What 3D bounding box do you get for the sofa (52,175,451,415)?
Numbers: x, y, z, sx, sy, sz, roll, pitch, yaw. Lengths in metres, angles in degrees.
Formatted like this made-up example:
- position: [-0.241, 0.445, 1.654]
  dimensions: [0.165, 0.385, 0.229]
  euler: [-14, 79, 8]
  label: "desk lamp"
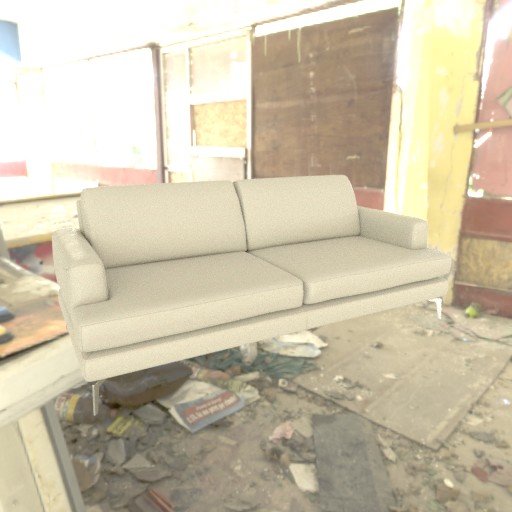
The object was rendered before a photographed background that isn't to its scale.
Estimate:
- position: [0.000, 0.000, 2.373]
  dimensions: [1.940, 0.765, 0.974]
  euler: [-8, 17, -28]
  label: "sofa"
